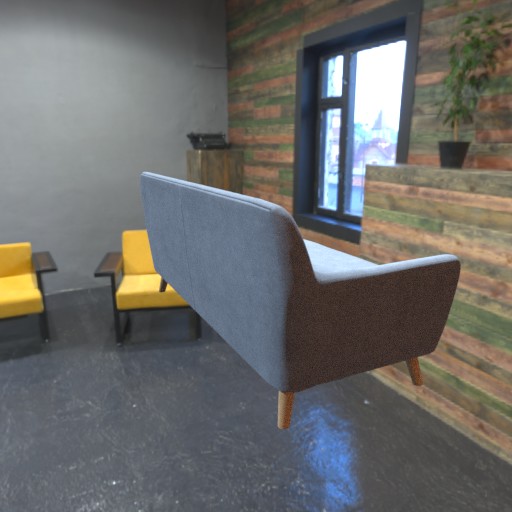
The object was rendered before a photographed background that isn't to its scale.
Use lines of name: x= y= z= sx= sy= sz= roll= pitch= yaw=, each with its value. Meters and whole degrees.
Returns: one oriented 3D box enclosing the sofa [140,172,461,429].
sofa: x=0.000 y=0.000 z=2.397 sx=0.830 sy=0.830 sz=1.970 roll=-7 pitch=16 yaw=-26
